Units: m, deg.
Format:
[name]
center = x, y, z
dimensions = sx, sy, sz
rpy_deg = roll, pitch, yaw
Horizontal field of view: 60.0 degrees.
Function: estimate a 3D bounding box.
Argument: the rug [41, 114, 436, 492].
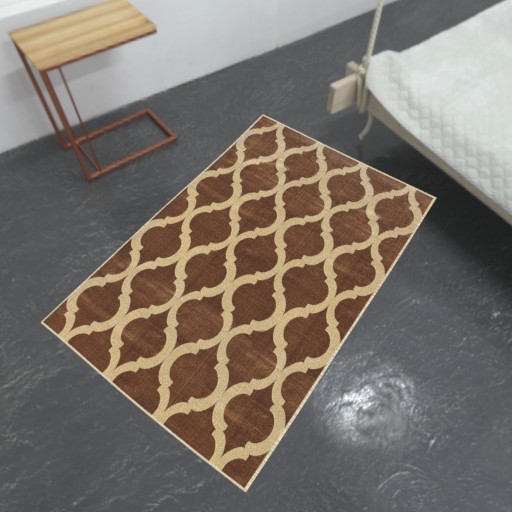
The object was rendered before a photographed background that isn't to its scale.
[rug]
center = 0.000, 0.000, 2.878
dimensions = 1.522, 0.008, 2.284
rpy_deg = 31, 63, 18
